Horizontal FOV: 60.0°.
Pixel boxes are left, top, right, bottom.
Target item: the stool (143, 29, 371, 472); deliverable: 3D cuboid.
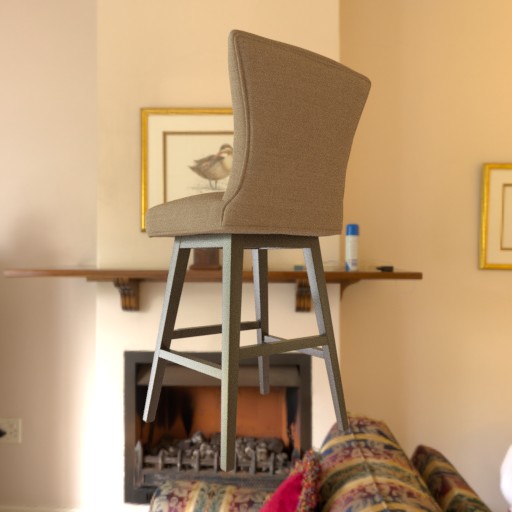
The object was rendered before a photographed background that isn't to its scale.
[{"bbox_3d":[0.000,0.000,1.388,0.514,1.086,0.574,0,0,-37],"label":"stool"}]
